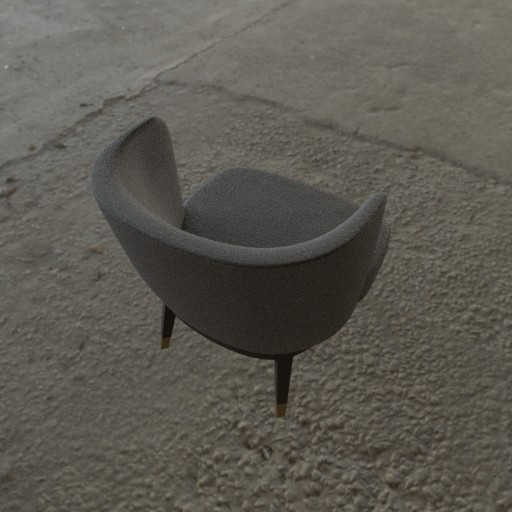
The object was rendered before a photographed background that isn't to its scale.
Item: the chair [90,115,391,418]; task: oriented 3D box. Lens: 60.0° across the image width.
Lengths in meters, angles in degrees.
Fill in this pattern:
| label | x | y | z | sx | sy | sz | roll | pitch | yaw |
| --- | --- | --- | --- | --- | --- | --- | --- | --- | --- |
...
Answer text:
| label | x | y | z | sx | sy | sz | roll | pitch | yaw |
| --- | --- | --- | --- | --- | --- | --- | --- | --- | --- |
| chair | 0.000 | 0.000 | 1.255 | 0.639 | 0.695 | 0.698 | 24 | 50 | 22 |
